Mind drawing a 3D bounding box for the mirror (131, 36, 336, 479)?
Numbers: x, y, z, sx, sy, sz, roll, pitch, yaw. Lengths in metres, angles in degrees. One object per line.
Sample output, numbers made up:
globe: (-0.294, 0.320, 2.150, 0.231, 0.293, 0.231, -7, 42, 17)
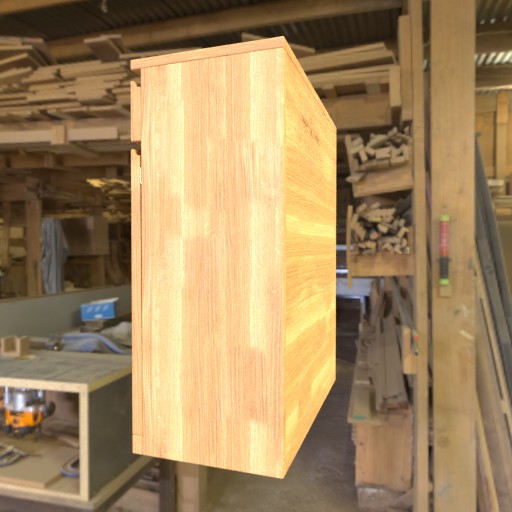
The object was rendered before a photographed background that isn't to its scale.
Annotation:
mirror: (0.000, 0.000, 1.442, 0.400, 1.000, 0.800, 0, 1, 19)
